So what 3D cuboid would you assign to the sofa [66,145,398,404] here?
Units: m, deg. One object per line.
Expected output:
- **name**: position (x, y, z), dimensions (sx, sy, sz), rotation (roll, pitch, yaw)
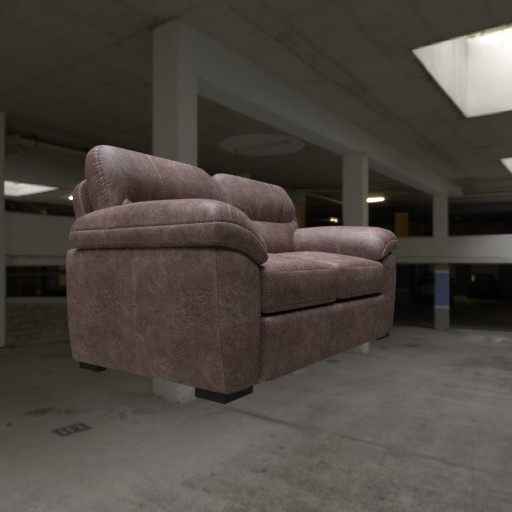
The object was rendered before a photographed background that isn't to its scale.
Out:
- **sofa**: position (0.000, 0.000, 2.350), dimensions (0.991, 0.991, 1.753), rotation (0, 0, 36)
